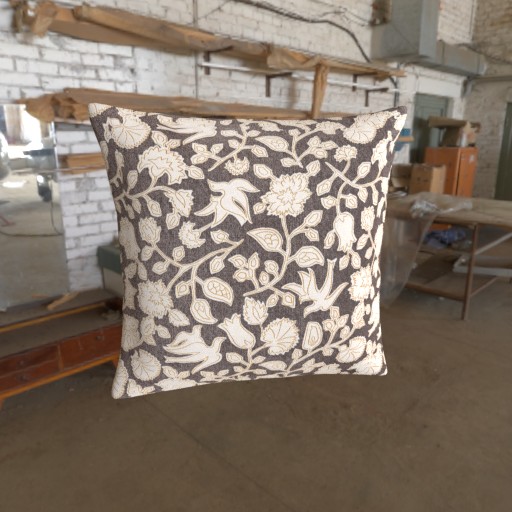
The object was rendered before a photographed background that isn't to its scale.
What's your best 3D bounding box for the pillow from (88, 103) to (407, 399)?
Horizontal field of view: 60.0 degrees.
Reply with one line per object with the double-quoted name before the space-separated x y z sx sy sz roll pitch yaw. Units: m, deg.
"pillow" 0.000 0.000 0.779 0.526 0.507 0.166 -2 15 -9
